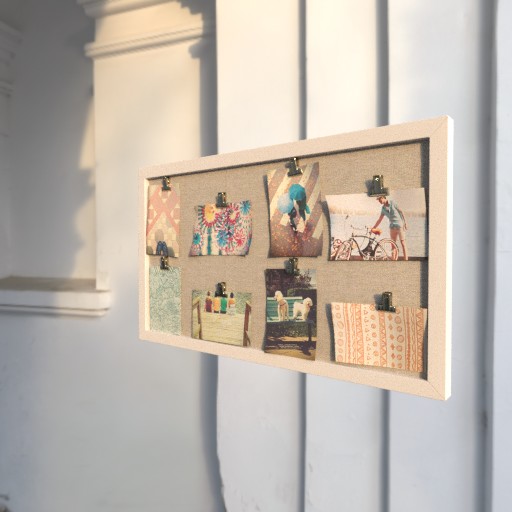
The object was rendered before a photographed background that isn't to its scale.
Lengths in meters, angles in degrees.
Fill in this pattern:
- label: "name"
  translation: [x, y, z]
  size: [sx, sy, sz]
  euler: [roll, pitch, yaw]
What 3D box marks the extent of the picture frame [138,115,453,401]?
- label: "picture frame"
  translation: [0.000, 0.000, 0.788]
  size: [0.647, 0.379, 0.044]
  euler: [1, 2, 38]
